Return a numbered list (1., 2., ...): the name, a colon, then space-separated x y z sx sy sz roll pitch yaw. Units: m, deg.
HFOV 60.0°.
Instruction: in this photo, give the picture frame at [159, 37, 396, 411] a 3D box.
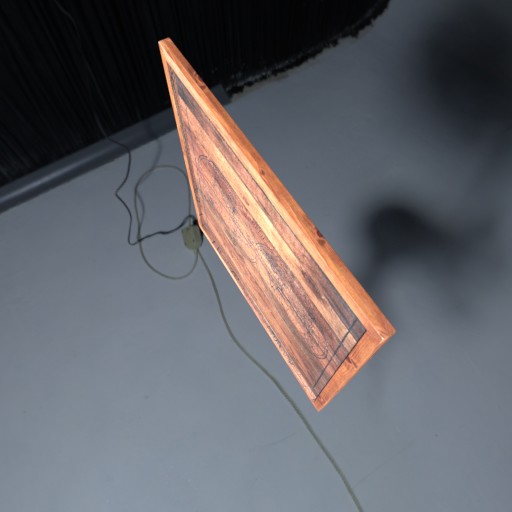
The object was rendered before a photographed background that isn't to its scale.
1. picture frame: 0.000 0.000 1.216 0.029 0.817 0.810 -28 67 -14
